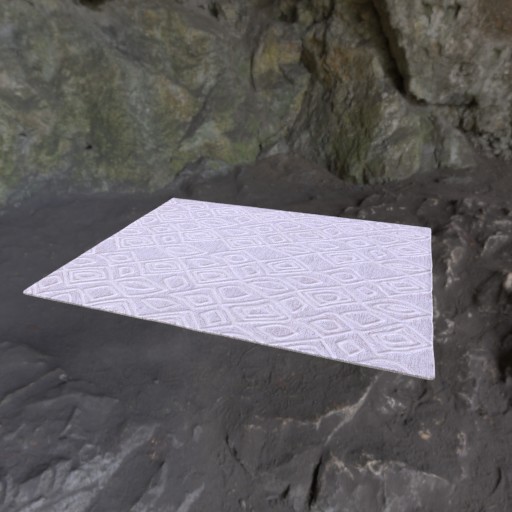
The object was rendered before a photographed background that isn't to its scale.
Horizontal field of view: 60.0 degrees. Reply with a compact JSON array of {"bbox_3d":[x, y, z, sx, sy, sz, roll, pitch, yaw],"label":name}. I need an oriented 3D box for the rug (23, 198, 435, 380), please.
[{"bbox_3d":[0.000,0.000,4.060,3.049,0.025,2.449,9,27,17],"label":"rug"}]
